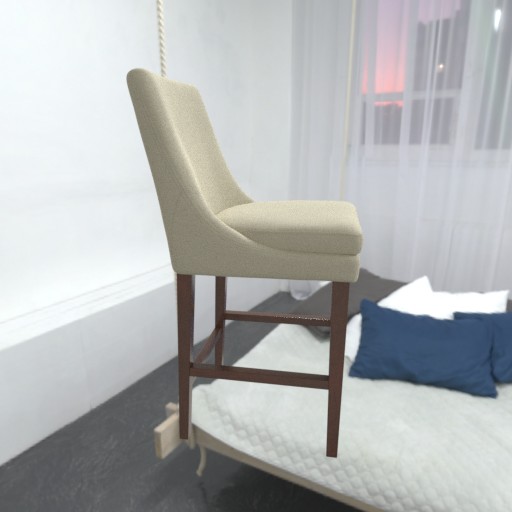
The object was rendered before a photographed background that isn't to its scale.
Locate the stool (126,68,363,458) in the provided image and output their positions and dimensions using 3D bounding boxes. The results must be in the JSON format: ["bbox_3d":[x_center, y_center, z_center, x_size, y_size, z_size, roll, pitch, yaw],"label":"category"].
[{"bbox_3d":[0.000,0.000,1.293,0.577,0.981,0.470,3,16,9],"label":"stool"}]
